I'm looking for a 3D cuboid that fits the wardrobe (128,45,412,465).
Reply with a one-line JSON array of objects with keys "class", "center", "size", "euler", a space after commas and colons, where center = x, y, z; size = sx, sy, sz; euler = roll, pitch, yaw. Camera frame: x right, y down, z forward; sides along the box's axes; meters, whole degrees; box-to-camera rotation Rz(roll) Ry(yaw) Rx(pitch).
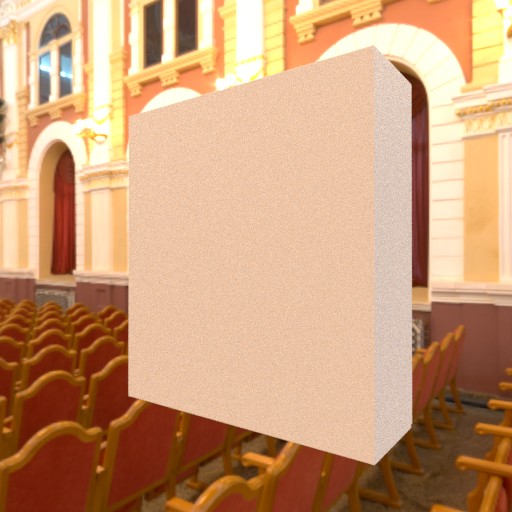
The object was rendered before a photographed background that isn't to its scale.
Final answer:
[{"class": "wardrobe", "center": [0.000, 0.000, 2.903], "size": [1.830, 2.020, 0.600], "euler": [0, 0, 36]}]
